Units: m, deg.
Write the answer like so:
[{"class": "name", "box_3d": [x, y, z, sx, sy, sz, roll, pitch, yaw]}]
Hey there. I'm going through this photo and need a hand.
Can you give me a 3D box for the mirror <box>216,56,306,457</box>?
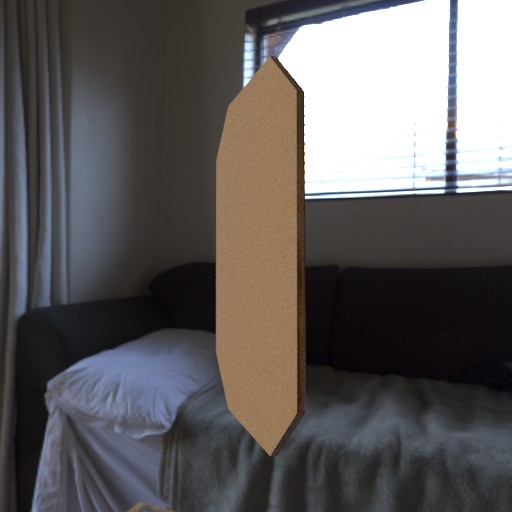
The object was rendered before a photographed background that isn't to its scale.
[{"class": "mirror", "box_3d": [0.000, 0.000, 1.314, 0.061, 1.015, 0.709, 0, -1, -20]}]
